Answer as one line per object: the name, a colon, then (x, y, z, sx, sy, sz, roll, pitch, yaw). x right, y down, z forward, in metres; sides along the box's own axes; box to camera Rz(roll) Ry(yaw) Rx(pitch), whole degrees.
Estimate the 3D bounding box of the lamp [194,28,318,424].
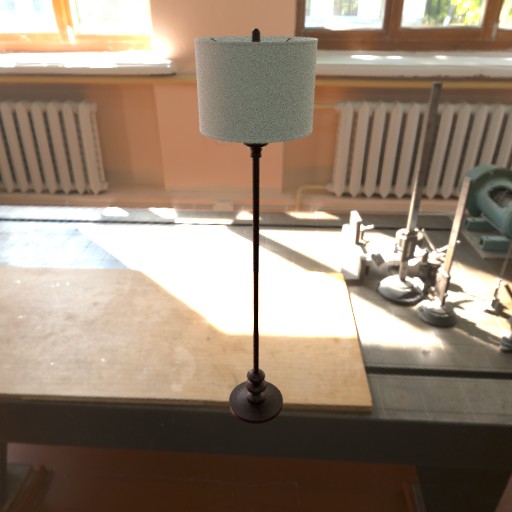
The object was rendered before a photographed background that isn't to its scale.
lamp: (0.000, 0.000, 1.627, 0.356, 1.487, 0.356, 21, 35, 33)
